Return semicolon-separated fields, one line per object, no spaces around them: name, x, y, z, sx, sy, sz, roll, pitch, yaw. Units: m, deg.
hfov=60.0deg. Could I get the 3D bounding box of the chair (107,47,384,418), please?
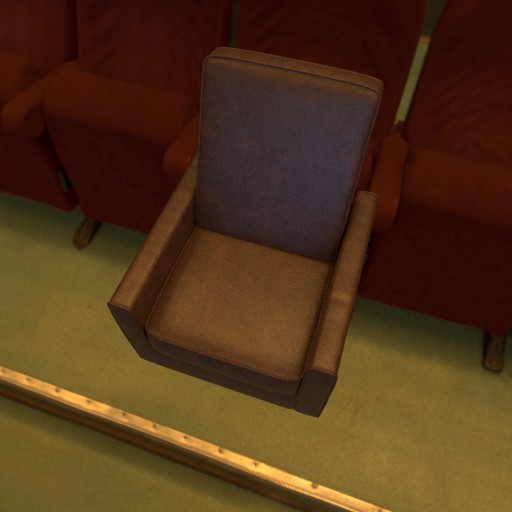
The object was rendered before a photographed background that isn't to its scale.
chair;0.000;0.000;1.489;0.705;1.013;0.746;16;60;10
